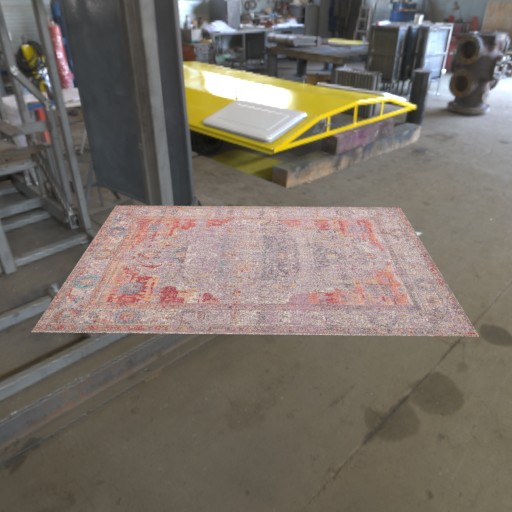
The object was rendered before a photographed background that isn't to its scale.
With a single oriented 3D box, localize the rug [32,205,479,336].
[{"bbox_3d":[0.000,0.000,2.329,1.829,0.005,1.219,0,31,1],"label":"rug"}]
